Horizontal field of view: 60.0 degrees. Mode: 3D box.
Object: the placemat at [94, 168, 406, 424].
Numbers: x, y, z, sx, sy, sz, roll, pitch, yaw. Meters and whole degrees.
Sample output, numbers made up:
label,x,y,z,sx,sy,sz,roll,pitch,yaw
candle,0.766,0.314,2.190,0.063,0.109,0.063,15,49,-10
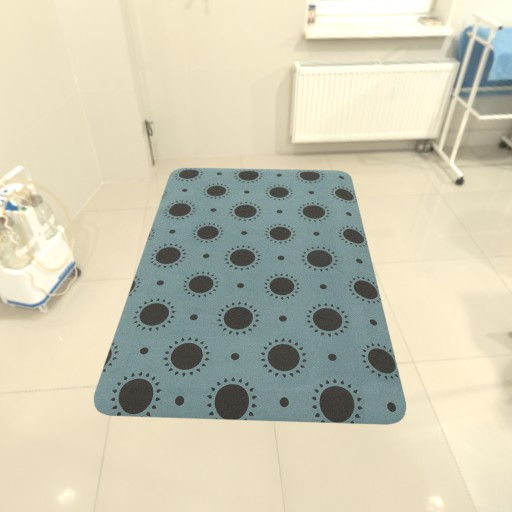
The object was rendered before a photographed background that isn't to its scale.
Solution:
label,x,y,z,sx,sy,sz,roll,pitch,yaw
placemat,0.000,0.000,0.975,0.508,0.021,0.762,1,41,1
